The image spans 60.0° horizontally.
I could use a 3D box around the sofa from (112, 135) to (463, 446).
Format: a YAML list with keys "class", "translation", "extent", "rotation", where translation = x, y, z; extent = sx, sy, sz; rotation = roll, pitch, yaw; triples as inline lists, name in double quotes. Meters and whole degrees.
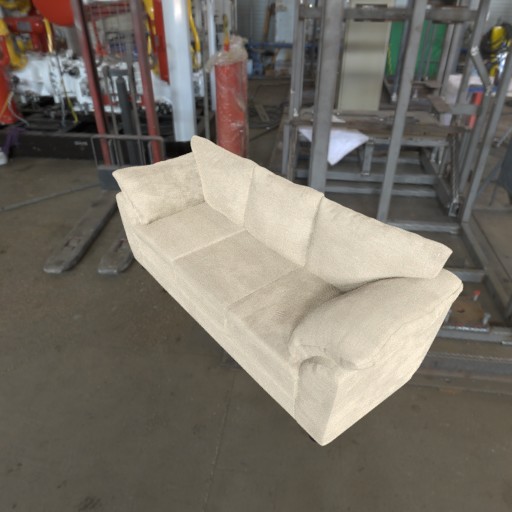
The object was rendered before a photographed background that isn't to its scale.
- class: "sofa"
  translation: [0.000, 0.000, 2.812]
  extent: [0.893, 0.981, 2.377]
  rotation: [-23, 40, -31]
